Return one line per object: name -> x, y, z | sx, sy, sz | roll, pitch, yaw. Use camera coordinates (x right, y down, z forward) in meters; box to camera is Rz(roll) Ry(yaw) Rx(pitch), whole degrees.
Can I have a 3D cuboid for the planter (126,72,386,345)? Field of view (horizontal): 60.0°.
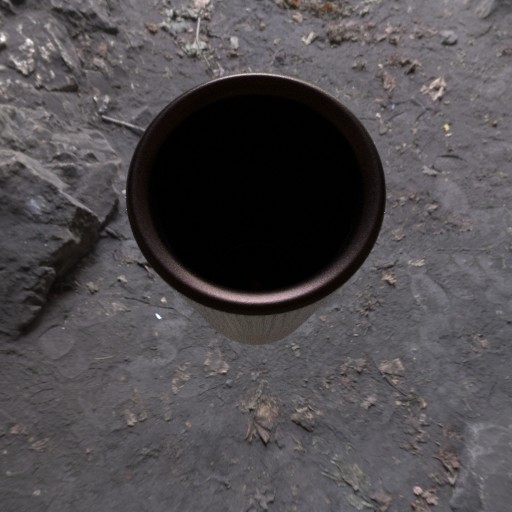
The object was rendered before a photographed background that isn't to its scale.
planter -> 0.000, 0.000, 0.277 | 0.100, 0.227, 0.100 | -32, 78, -8
